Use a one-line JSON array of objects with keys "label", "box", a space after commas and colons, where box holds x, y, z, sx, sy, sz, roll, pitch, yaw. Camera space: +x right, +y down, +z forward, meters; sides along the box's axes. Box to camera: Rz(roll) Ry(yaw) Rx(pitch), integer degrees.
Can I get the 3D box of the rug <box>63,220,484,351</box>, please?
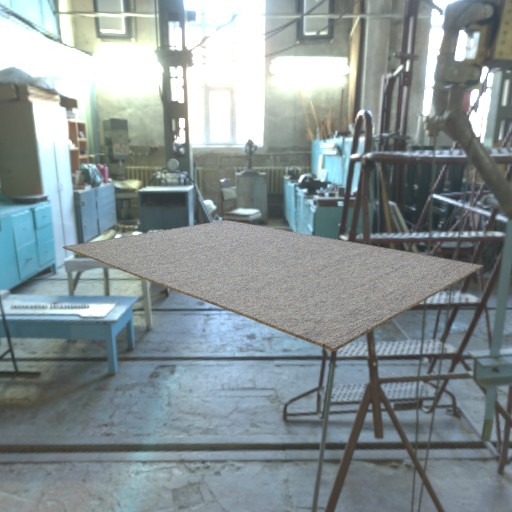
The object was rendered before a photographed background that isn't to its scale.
[{"label": "rug", "box": [0.000, 0.000, 2.869, 2.283, 0.013, 1.547, 14, 20, 43]}]
